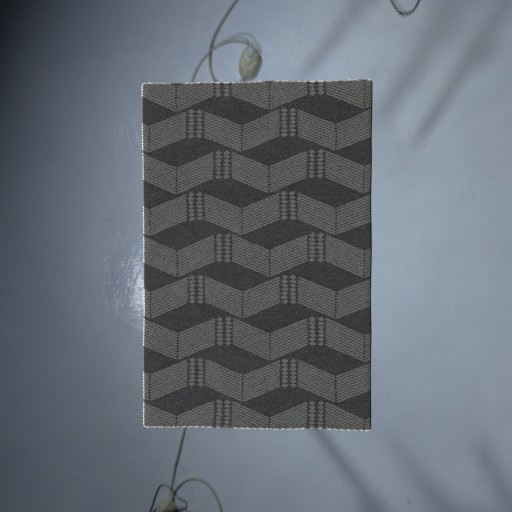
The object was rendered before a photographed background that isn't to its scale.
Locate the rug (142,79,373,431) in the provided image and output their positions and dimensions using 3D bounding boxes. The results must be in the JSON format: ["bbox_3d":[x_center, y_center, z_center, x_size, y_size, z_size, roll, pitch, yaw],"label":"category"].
[{"bbox_3d":[0.000,0.000,2.335,1.210,0.016,1.833,0,91,2],"label":"rug"}]
